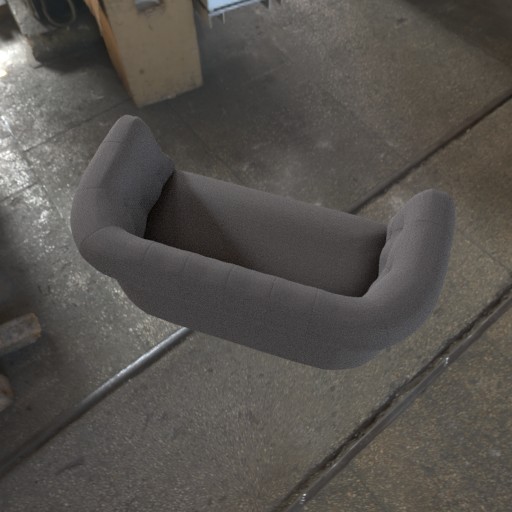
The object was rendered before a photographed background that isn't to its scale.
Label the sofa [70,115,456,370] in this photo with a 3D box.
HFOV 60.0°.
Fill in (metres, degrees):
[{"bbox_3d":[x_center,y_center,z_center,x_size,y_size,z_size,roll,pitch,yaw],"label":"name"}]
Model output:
[{"bbox_3d":[0.000,0.000,2.100,1.558,0.827,0.835,16,62,9],"label":"sofa"}]
